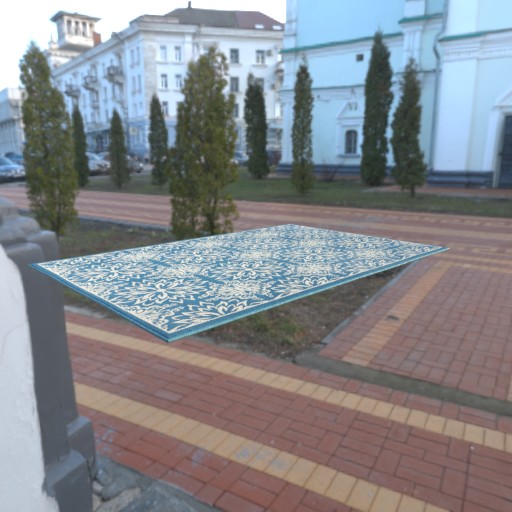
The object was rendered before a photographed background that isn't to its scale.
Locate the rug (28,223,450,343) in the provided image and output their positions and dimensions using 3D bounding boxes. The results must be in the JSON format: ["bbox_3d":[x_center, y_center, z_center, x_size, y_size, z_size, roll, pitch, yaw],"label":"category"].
[{"bbox_3d":[0.000,0.000,3.452,2.769,0.018,1.830,-12,18,-42],"label":"rug"}]
